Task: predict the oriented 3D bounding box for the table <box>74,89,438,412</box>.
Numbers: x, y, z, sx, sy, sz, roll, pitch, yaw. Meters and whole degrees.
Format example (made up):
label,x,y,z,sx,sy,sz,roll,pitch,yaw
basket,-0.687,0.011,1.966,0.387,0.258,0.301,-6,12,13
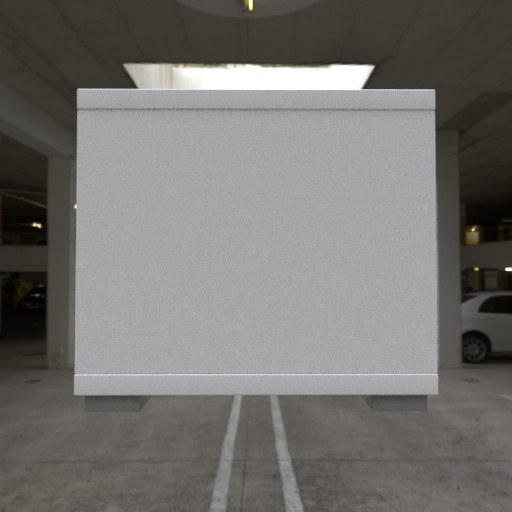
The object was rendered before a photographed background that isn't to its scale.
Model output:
label,x,y,z,sx,sy,sz,roll,pitch,yaw
table,0.000,0.000,0.745,0.399,0.357,0.517,0,-1,0
